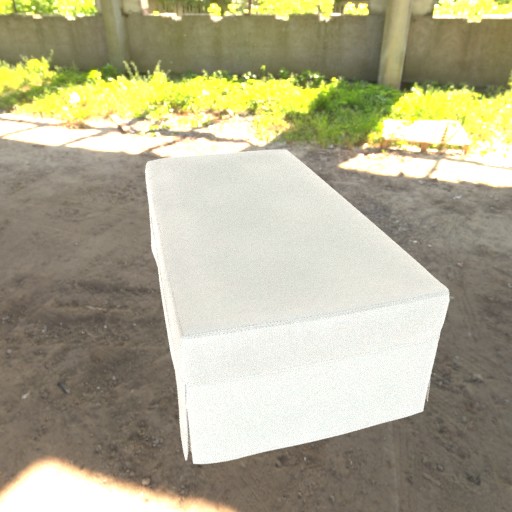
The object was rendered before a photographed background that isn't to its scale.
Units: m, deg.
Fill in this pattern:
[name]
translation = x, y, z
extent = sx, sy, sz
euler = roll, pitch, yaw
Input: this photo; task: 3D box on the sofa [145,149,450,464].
[sofa]
translation = 0.000, 0.000, 2.103
extent = 0.939, 0.552, 1.677
euler = -8, 31, -13
